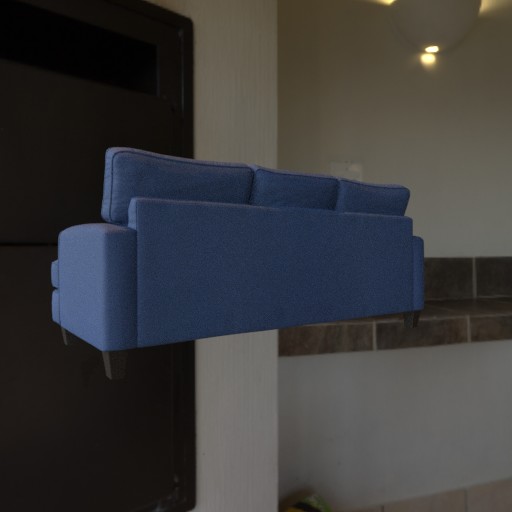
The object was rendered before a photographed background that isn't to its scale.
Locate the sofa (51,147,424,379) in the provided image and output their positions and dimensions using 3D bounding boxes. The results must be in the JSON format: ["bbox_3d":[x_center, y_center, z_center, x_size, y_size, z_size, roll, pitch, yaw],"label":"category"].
[{"bbox_3d":[0.000,0.000,2.713,2.158,0.965,0.951,-1,1,-36],"label":"sofa"}]
